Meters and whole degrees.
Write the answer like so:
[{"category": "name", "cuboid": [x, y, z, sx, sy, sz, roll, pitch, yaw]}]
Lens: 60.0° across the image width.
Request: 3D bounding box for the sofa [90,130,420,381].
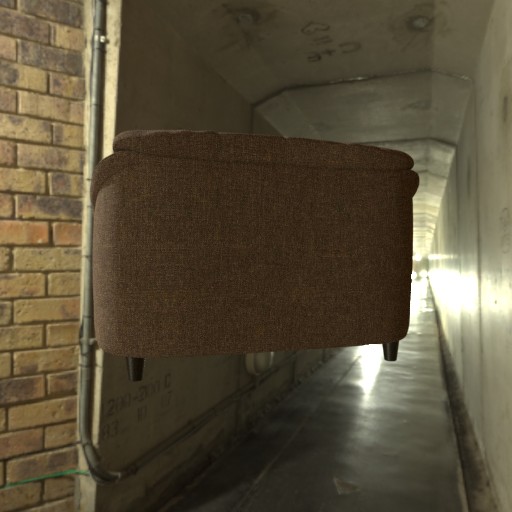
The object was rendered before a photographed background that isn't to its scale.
[{"category": "sofa", "cuboid": [0.000, 0.000, 1.998, 1.404, 0.895, 0.799, 0, 0, -17]}]
